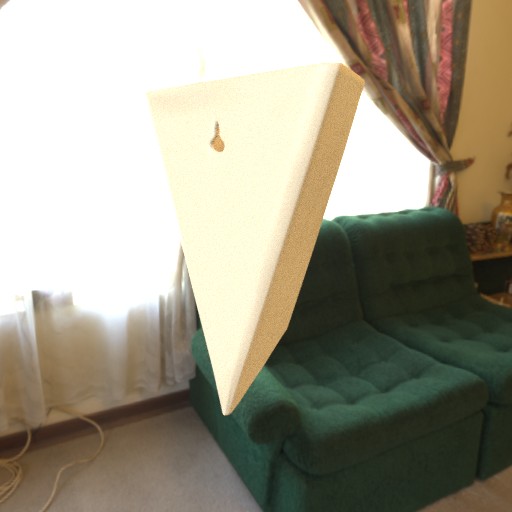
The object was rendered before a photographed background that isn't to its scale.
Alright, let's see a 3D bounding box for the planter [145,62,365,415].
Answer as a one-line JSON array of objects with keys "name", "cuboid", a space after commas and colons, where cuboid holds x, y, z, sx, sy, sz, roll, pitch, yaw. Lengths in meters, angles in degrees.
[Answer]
[{"name": "planter", "cuboid": [0.000, 0.000, 0.272, 0.060, 0.197, 0.150, -13, 19, -42]}]
